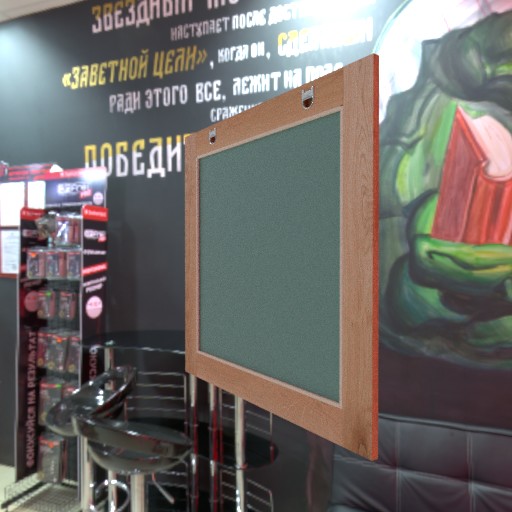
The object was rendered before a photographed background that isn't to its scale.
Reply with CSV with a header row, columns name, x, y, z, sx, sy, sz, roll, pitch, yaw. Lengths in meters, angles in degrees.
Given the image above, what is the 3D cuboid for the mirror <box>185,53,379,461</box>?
name,x,y,z,sx,sy,sz,roll,pitch,yaw
mirror,0.000,0.000,1.197,0.020,0.800,0.800,-1,1,-36
